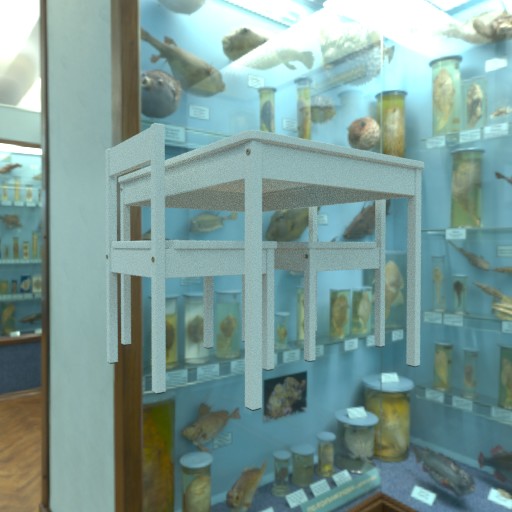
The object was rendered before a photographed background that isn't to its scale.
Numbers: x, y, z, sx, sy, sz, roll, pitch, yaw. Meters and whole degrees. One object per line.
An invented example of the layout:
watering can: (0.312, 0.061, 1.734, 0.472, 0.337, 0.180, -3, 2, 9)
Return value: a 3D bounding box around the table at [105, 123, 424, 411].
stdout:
table: (0.000, 0.000, 1.130, 0.672, 0.503, 0.650, -1, 2, -36)
